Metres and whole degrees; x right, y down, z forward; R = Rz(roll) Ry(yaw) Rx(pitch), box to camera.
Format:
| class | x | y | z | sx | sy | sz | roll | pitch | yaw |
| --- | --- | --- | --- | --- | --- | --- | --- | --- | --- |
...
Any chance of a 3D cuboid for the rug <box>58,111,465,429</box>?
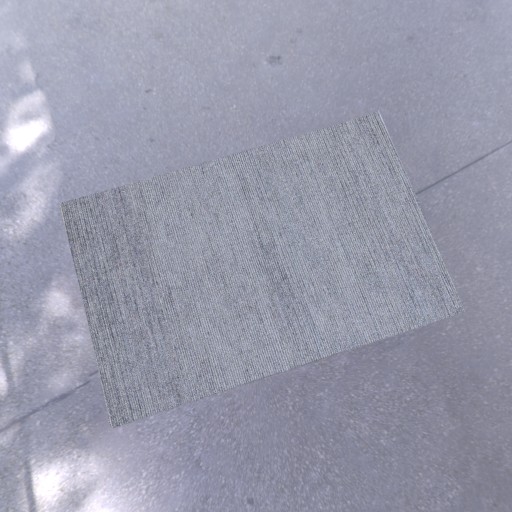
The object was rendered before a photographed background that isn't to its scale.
| class | x | y | z | sx | sy | sz | roll | pitch | yaw |
| --- | --- | --- | --- | --- | --- | --- | --- | --- | --- |
| rug | 0.000 | 0.000 | 2.230 | 1.789 | 0.021 | 1.159 | -17 | 76 | -4 |
